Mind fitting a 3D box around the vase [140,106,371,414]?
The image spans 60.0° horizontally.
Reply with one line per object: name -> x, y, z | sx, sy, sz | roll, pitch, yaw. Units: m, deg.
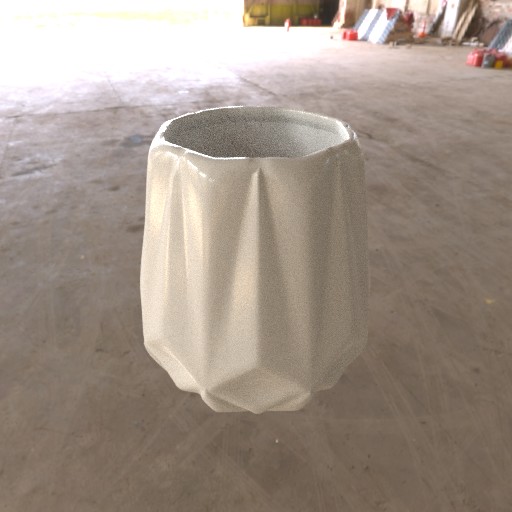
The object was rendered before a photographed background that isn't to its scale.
vase -> 0.000, 0.000, 0.263 | 0.141, 0.152, 0.141 | 0, 31, 0
